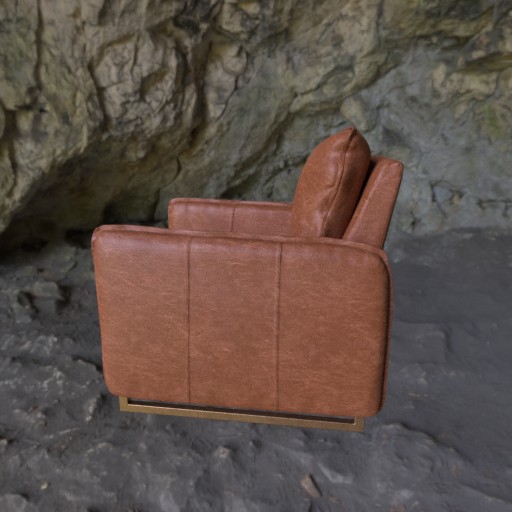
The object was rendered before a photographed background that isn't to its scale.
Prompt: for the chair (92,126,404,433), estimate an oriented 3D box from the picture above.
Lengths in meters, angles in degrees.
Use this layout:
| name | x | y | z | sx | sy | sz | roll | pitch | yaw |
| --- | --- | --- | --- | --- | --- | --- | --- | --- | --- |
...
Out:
| name | x | y | z | sx | sy | sz | roll | pitch | yaw |
| --- | --- | --- | --- | --- | --- | --- | --- | --- | --- |
| chair | 0.000 | 0.000 | 1.650 | 0.922 | 0.922 | 0.830 | 2 | 14 | 8 |
